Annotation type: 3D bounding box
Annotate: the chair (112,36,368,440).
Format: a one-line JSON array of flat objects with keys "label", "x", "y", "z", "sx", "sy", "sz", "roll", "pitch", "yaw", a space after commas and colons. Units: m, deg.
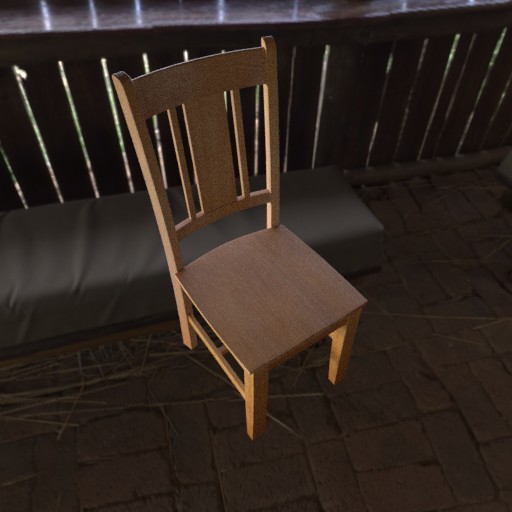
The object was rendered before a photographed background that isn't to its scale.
[{"label": "chair", "x": 0.000, "y": 0.000, "z": 1.300, "sx": 0.450, "sy": 0.998, "sz": 0.556, "roll": -26, "pitch": 50, "yaw": -24}]
